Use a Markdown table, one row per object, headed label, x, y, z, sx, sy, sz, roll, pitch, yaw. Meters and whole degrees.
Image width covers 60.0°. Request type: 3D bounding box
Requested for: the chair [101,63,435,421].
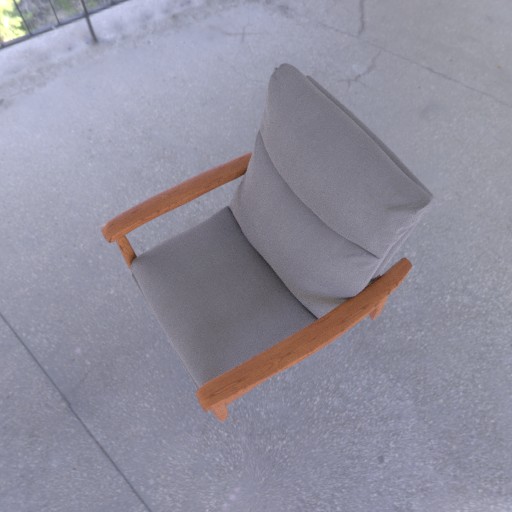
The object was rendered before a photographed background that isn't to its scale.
| label | x | y | z | sx | sy | sz | roll | pitch | yaw |
| --- | --- | --- | --- | --- | --- | --- | --- | --- | --- |
| chair | 0.000 | 0.000 | 1.536 | 0.816 | 0.922 | 0.782 | -30 | 66 | -15 |
